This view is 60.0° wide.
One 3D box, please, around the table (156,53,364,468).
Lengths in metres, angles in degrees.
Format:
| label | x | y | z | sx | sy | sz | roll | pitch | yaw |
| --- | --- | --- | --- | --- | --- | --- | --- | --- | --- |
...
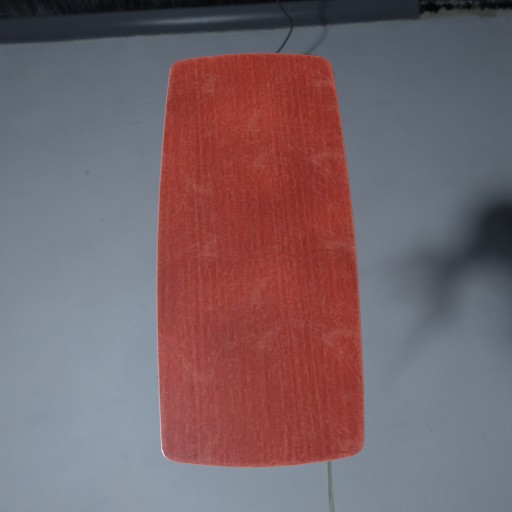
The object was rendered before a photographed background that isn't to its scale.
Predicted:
| label | x | y | z | sx | sy | sz | roll | pitch | yaw |
| --- | --- | --- | --- | --- | --- | --- | --- | --- | --- |
| table | 0.000 | 0.000 | 1.487 | 0.561 | 0.473 | 1.216 | -2 | 75 | 0 |
